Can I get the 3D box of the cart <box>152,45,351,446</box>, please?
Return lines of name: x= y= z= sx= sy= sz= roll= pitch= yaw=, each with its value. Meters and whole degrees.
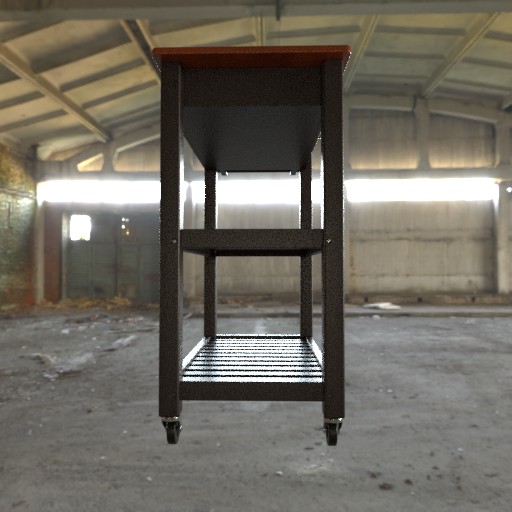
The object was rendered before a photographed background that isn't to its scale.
cart: x=0.000 y=0.000 z=1.441 sx=0.457 sy=0.927 sz=0.899 roll=0 pitch=-2 yaw=2
